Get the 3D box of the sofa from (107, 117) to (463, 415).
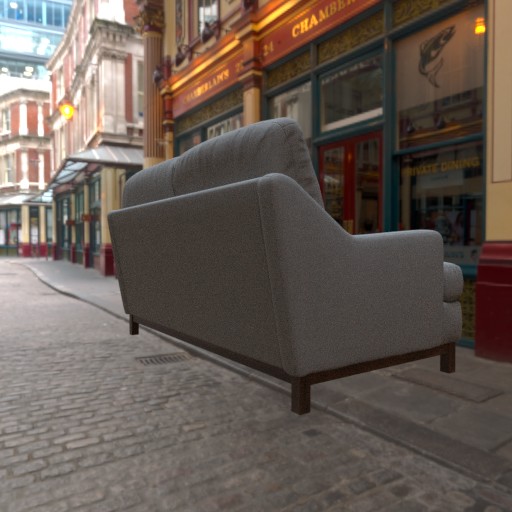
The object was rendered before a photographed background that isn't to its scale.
[{"bbox_3d":[0.000,0.000,2.148,0.987,0.921,1.589,-1,1,-35],"label":"sofa"}]
